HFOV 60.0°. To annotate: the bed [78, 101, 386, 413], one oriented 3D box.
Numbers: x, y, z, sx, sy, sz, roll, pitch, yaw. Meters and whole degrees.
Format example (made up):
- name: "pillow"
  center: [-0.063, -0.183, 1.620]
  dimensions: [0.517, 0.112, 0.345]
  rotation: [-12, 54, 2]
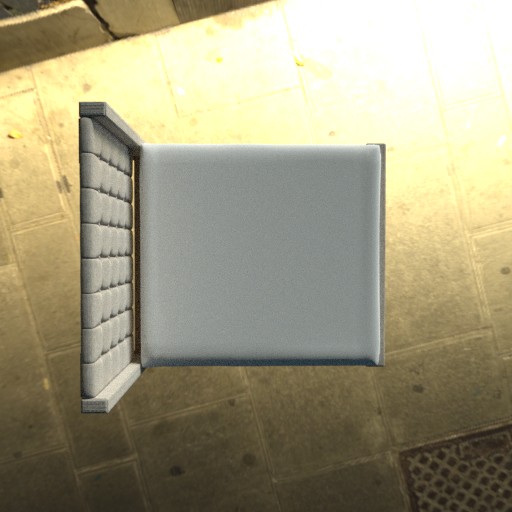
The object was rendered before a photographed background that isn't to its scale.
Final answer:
- name: "bed"
  center: [0.000, 0.000, 3.769]
  dimensions: [2.372, 1.748, 2.044]
  rotation: [0, 91, -1]
